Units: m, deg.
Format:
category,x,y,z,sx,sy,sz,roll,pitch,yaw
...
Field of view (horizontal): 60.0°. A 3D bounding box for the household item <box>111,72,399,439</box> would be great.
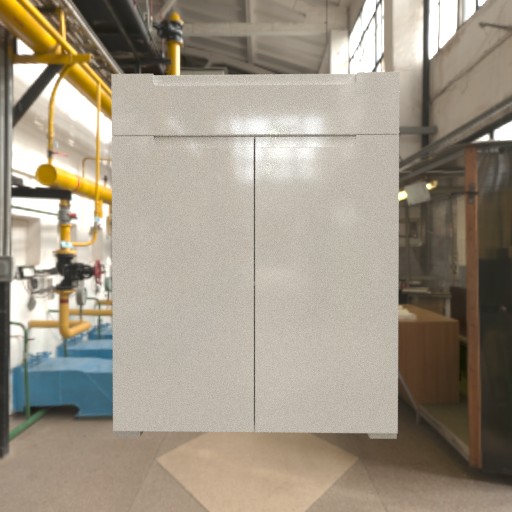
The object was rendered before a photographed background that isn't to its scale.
category,x,y,z,sx,sy,sz,roll,pitch,yaw
household item,0.000,0.000,1.427,0.790,1.010,0.420,0,1,1
